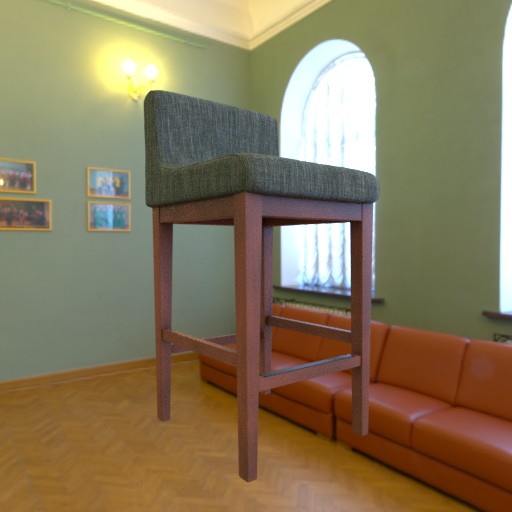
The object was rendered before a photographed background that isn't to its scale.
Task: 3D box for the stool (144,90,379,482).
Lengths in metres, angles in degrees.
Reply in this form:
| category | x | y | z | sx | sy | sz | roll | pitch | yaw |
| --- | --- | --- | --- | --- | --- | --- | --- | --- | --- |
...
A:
| category | x | y | z | sx | sy | sz | roll | pitch | yaw |
| --- | --- | --- | --- | --- | --- | --- | --- | --- | --- |
| stool | 0.000 | 0.000 | 1.086 | 0.395 | 0.835 | 0.459 | -1 | 2 | -38 |
